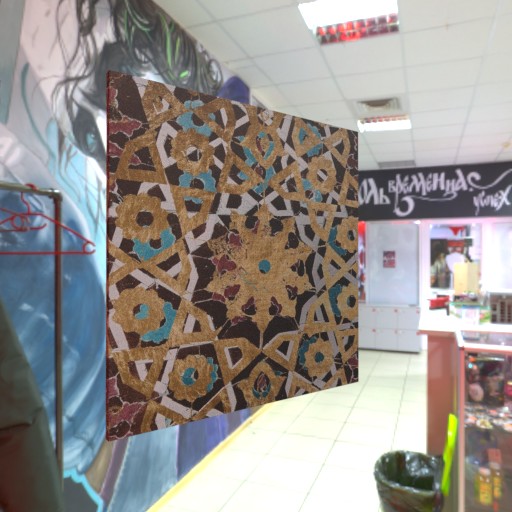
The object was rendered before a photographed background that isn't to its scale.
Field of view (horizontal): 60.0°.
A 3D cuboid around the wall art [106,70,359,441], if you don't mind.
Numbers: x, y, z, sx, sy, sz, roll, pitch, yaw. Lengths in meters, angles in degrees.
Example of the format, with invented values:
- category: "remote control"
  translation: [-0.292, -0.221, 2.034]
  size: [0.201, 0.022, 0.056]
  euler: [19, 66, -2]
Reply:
- category: "wall art"
  translation: [0.000, 0.000, 0.606]
  size: [0.404, 0.406, 0.010]
  euler: [0, -1, -36]
